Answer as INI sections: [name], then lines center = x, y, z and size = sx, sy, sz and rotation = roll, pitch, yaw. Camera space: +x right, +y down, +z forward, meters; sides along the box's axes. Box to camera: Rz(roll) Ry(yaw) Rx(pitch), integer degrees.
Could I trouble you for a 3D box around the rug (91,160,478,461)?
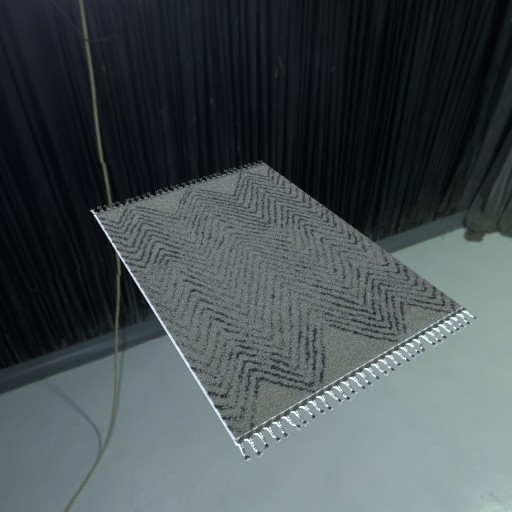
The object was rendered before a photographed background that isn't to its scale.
[rug]
center = 0.000, 0.000, 2.339
size = 1.230, 0.014, 1.847
rotation = -22, 44, -24
